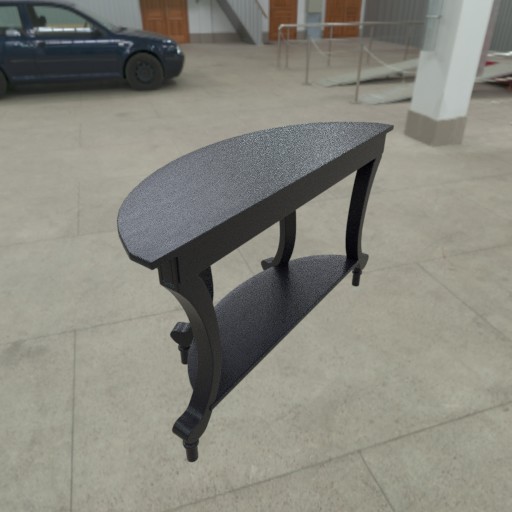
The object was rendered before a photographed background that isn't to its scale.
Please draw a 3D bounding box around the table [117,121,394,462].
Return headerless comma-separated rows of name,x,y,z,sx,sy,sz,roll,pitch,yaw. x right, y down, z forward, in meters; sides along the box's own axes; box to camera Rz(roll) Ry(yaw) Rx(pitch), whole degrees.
table,0.000,0.000,1.510,0.394,0.692,1.198,21,37,30
